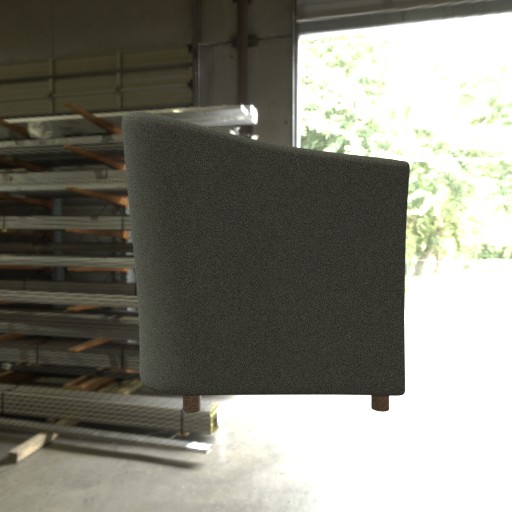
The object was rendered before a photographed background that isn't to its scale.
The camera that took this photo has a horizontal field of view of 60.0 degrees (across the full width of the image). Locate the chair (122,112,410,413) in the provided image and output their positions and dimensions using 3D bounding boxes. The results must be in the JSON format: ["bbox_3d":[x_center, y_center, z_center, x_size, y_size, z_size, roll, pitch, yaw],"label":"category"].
[{"bbox_3d":[0.000,0.000,1.378,0.700,0.720,0.790,0,0,-1],"label":"chair"}]
